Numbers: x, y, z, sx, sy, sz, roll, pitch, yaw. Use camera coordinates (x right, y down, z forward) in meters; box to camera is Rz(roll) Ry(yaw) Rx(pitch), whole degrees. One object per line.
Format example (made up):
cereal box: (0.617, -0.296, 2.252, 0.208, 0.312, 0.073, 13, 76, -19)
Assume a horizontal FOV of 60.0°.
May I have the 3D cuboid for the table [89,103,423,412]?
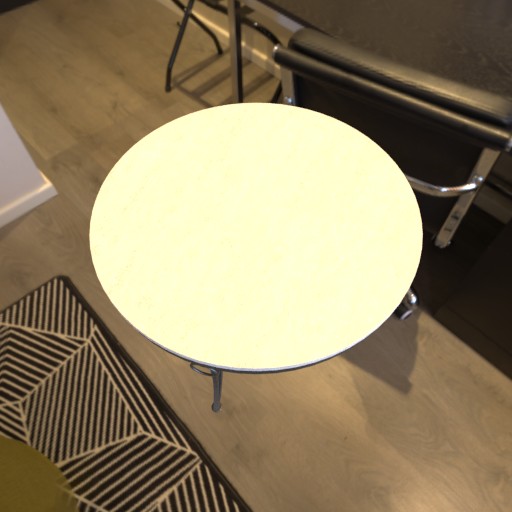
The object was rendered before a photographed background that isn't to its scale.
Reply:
table: (0.000, 0.000, 1.404, 0.889, 0.470, 0.889, 0, 57, 0)
